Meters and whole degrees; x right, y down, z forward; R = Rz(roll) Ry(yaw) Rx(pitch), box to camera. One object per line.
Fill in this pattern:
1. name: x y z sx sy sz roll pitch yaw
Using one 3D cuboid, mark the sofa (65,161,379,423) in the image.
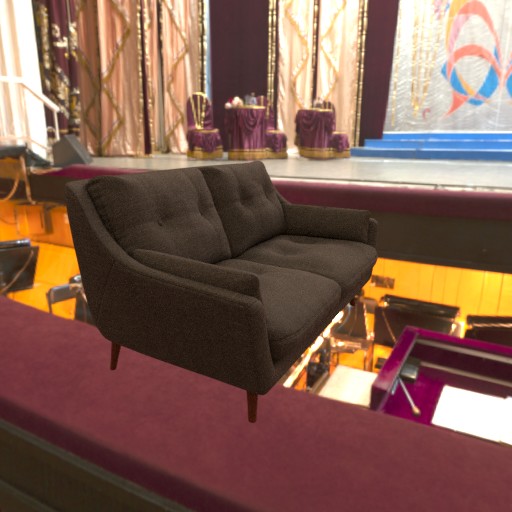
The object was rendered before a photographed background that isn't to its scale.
1. sofa: 0.000 0.000 2.275 0.976 0.887 1.646 8 17 27
